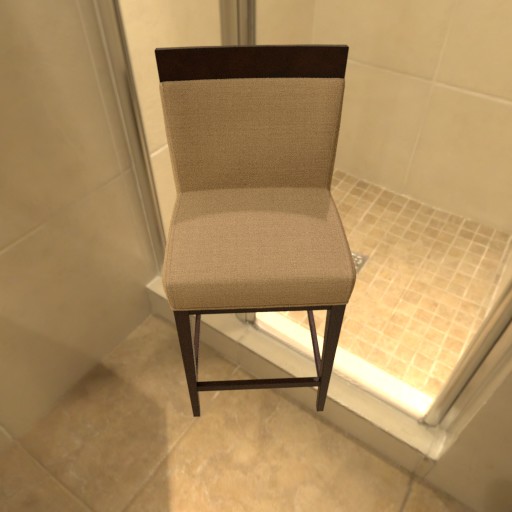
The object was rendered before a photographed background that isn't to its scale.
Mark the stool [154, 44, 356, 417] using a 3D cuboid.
[{"bbox_3d":[0.000,0.000,1.402,0.511,1.117,0.531,-2,45,-2],"label":"stool"}]
